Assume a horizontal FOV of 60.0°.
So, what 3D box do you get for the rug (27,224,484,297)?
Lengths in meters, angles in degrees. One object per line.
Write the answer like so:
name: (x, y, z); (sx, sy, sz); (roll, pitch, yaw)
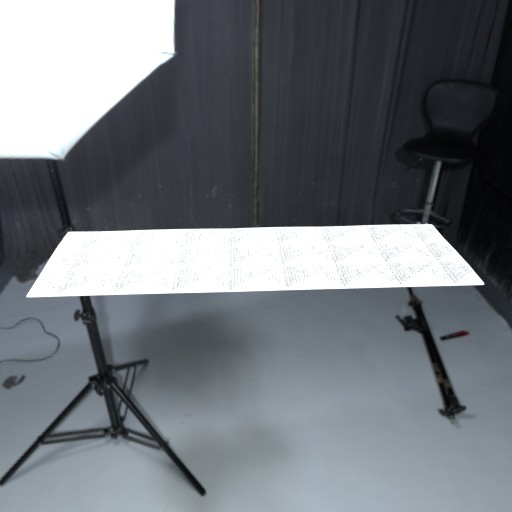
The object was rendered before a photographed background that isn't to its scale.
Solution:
rug: (0.000, 0.000, 2.372); (2.182, 0.015, 0.645); (-1, 31, -2)
